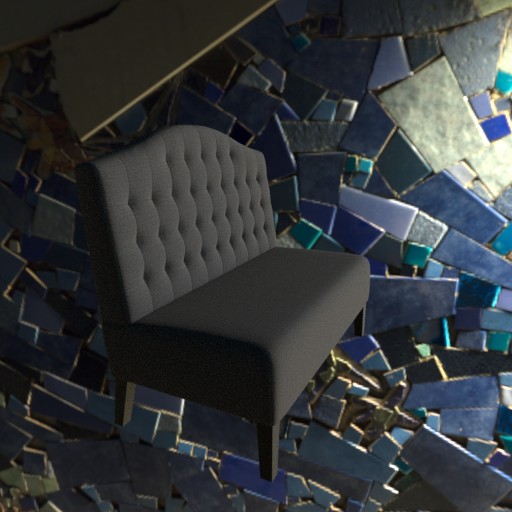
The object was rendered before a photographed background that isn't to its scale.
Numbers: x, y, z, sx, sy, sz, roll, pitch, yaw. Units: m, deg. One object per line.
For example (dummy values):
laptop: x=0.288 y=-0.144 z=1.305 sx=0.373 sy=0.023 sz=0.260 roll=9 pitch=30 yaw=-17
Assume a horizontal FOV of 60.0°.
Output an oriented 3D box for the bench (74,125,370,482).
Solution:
bench: x=0.000 y=0.000 z=2.070 sx=0.815 sy=1.180 sz=1.335 roll=8 pitch=17 yaw=26
